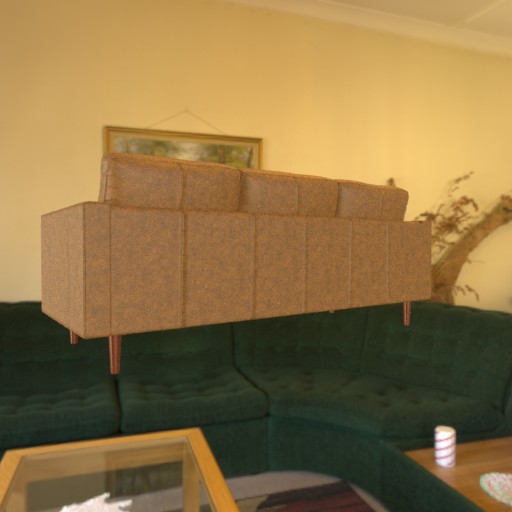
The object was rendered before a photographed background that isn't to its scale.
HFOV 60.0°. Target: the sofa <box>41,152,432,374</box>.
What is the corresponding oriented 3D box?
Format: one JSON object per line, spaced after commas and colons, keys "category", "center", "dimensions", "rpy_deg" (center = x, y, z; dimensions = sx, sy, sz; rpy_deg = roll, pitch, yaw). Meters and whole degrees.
{"category": "sofa", "center": [0.000, 0.000, 2.671], "dimensions": [2.231, 0.930, 0.903], "rpy_deg": [-1, 1, -35]}
